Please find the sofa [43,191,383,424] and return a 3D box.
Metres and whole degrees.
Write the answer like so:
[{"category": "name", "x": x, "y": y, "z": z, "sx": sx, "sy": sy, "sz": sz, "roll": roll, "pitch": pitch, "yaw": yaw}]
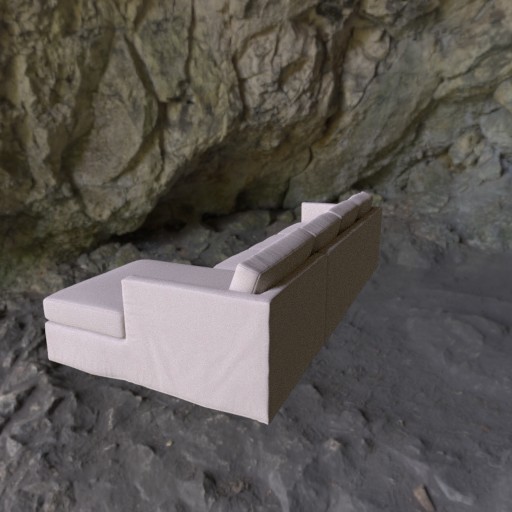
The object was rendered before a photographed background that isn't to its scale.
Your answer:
[{"category": "sofa", "x": 0.000, "y": 0.000, "z": 3.898, "sx": 1.622, "sy": 0.871, "sz": 3.206, "roll": 7, "pitch": 17, "yaw": 24}]
